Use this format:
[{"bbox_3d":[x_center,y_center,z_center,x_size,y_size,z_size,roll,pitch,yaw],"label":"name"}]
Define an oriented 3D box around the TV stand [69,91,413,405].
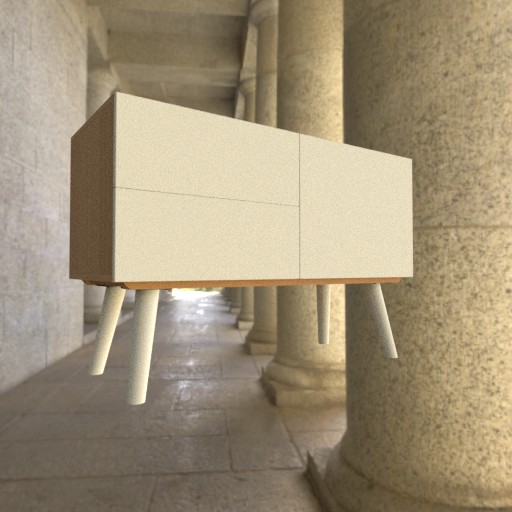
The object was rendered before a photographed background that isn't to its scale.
[{"bbox_3d":[0.000,0.000,1.358,0.991,0.660,0.407,1,-2,-35],"label":"TV stand"}]
